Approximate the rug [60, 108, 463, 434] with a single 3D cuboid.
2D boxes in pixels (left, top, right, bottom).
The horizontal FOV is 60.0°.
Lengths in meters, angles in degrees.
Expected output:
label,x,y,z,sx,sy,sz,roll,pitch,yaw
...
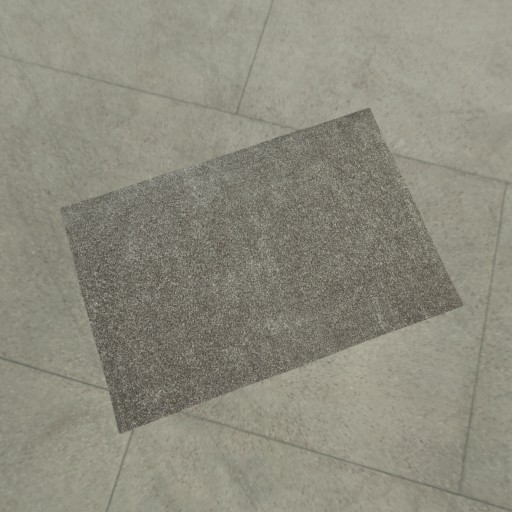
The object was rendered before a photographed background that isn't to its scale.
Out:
label,x,y,z,sx,sy,sz,roll,pitch,yaw
rug,0.000,0.000,3.461,2.699,0.026,1.802,-19,77,-5
